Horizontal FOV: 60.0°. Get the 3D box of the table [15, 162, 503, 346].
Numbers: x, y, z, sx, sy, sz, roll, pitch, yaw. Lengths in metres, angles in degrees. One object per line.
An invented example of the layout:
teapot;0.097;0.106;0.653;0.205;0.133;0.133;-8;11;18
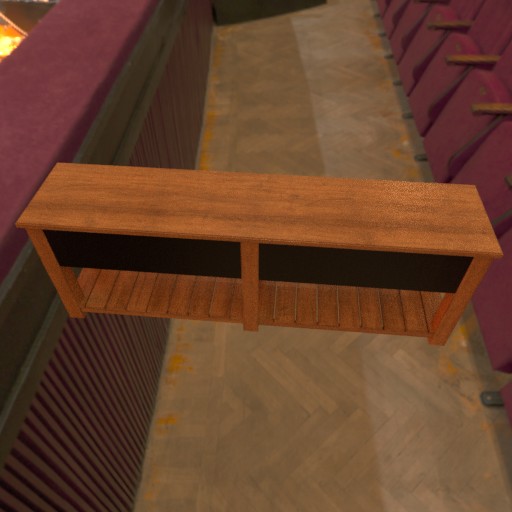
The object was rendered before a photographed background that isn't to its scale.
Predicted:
table;0.000;0.000;2.013;1.815;0.635;0.425;4;47;4
